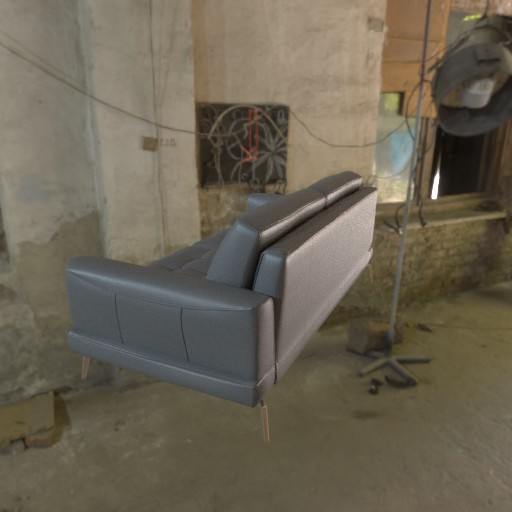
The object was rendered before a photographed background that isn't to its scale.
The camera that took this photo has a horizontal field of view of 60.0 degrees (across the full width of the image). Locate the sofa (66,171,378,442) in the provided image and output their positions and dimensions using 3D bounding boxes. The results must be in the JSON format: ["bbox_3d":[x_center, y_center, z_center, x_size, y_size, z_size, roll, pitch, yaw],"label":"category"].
[{"bbox_3d":[0.000,0.000,2.821,1.121,0.930,2.177,9,20,25],"label":"sofa"}]
